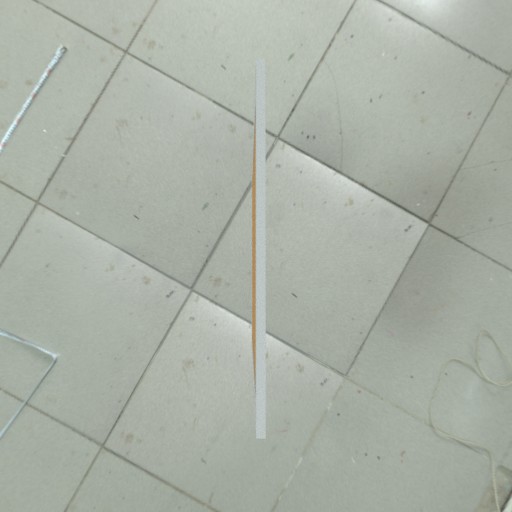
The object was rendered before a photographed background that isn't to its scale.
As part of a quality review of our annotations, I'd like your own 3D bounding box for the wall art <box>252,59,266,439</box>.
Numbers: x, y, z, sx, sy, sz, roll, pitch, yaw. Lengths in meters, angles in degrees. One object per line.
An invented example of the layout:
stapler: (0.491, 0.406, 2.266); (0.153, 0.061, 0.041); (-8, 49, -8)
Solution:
wall art: (0.000, 0.000, 0.857); (0.011, 0.659, 0.454); (0, 88, -1)
